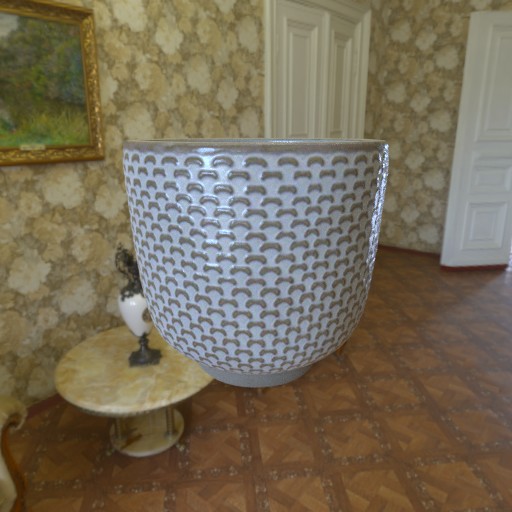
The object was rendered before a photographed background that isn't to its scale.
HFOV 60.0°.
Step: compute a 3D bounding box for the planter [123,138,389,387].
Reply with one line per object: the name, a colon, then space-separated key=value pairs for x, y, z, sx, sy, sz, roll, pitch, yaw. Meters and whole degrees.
planter: x=0.000 y=0.000 z=0.255 sx=0.139 sy=0.130 sz=0.139 roll=0 pitch=16 yaw=0
